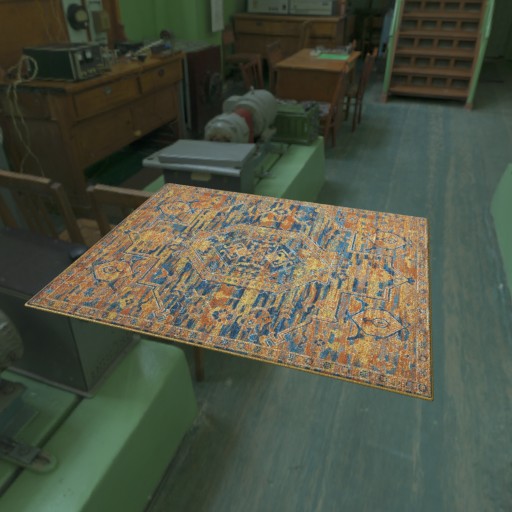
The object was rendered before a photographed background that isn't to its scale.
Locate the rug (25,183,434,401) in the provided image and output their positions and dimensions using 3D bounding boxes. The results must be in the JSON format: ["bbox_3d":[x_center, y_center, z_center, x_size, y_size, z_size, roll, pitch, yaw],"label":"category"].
[{"bbox_3d":[0.000,0.000,4.056,3.040,0.031,2.435,10,34,15],"label":"rug"}]
